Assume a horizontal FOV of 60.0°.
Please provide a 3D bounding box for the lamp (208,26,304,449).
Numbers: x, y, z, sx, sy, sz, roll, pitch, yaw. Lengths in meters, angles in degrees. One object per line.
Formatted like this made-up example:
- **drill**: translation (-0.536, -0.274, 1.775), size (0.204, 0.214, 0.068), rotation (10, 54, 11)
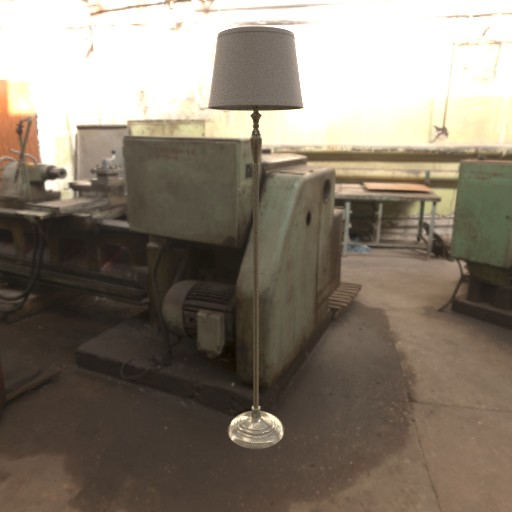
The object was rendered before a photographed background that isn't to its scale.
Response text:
- **lamp**: translation (0.000, 0.000, 1.657), size (0.327, 1.506, 0.327), rotation (3, 15, 11)
